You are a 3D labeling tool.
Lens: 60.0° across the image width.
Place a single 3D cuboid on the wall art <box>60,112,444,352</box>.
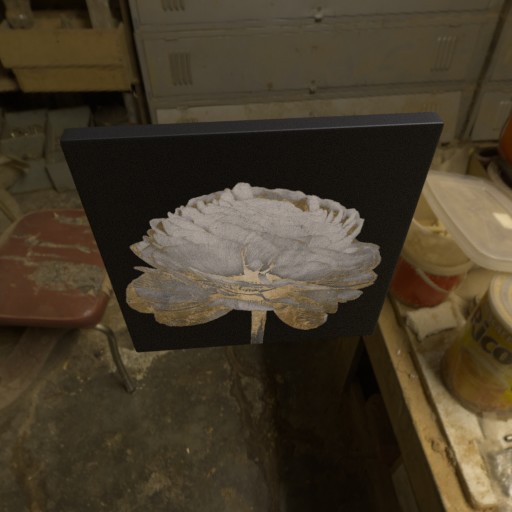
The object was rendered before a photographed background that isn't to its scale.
[{"bbox_3d":[0.000,0.000,0.931,0.610,0.611,0.043,-4,46,-3],"label":"wall art"}]
